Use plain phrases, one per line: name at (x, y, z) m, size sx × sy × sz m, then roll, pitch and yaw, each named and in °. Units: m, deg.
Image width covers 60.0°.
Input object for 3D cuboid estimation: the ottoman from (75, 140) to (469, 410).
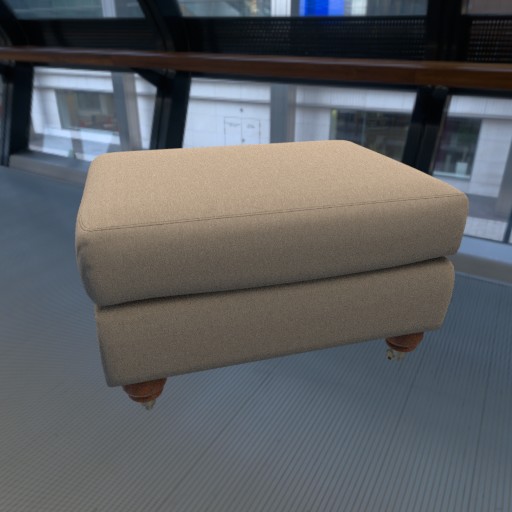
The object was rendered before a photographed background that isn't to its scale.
ottoman at (0.000, 0.000, 1.111) m, size 0.773 × 0.497 × 0.574 m, roll -7°, pitch 26°, yaw -14°
